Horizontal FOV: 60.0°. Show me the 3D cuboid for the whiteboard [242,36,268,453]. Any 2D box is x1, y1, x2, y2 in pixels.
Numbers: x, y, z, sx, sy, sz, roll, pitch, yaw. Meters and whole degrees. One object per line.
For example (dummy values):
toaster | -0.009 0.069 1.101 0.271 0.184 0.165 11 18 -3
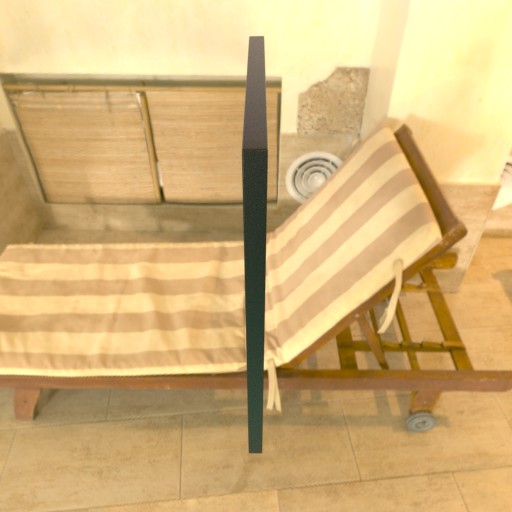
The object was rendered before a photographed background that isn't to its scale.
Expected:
whiteboard | 0.000 0.000 0.774 0.026 0.611 0.406 0 40 0
